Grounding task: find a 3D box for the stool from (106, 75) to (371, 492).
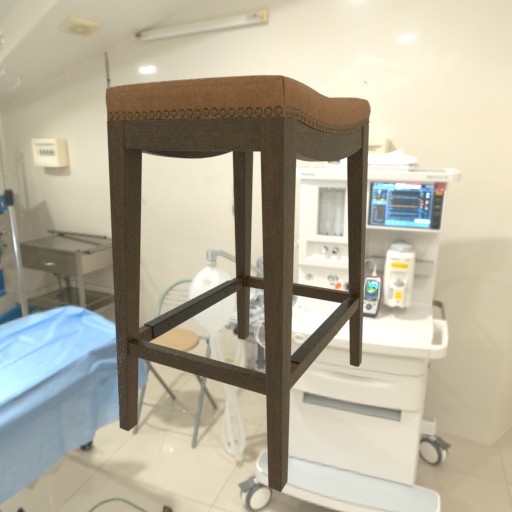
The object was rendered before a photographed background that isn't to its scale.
[{"bbox_3d":[0.000,0.000,0.946,0.361,0.660,0.500,8,17,27],"label":"stool"}]
